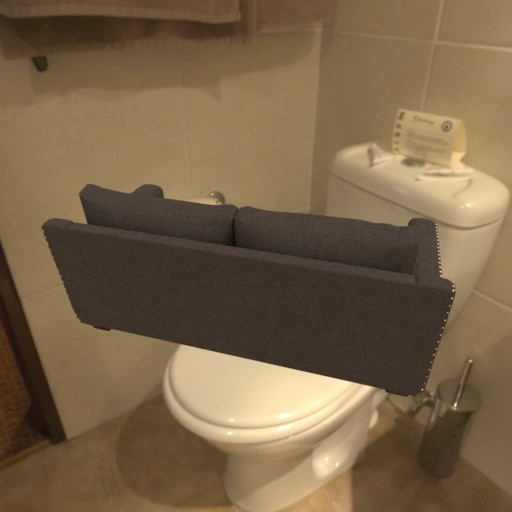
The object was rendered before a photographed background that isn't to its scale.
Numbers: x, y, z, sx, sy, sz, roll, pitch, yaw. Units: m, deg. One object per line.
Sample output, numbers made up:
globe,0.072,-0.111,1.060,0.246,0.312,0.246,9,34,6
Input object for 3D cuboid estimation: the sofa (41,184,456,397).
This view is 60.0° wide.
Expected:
sofa,0.000,0.000,3.326,2.550,1.196,1.336,9,32,15
